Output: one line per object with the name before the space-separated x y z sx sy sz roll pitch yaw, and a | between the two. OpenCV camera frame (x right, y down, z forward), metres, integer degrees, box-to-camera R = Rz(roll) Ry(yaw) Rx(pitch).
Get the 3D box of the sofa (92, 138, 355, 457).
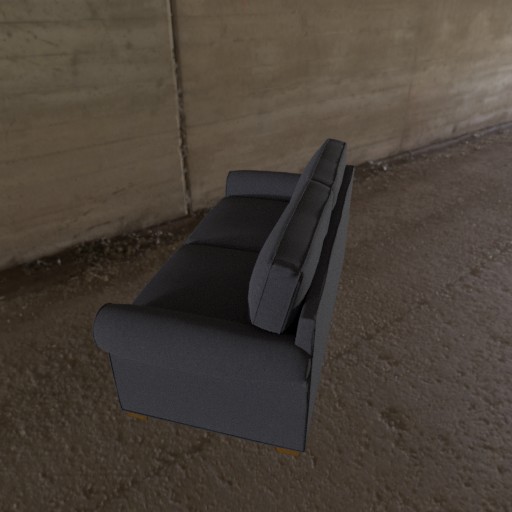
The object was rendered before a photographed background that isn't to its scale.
sofa | 0.000 0.000 2.626 0.951 1.031 2.009 8 32 13
